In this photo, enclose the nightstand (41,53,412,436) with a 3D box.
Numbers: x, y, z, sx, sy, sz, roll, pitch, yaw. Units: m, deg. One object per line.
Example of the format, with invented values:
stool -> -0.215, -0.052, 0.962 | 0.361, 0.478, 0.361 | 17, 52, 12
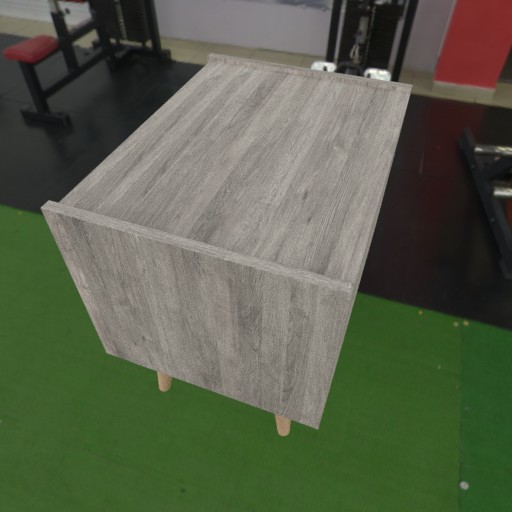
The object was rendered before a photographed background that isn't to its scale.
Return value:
nightstand -> 0.000, 0.000, 0.814 | 0.380, 0.500, 0.480 | 15, 48, 14
